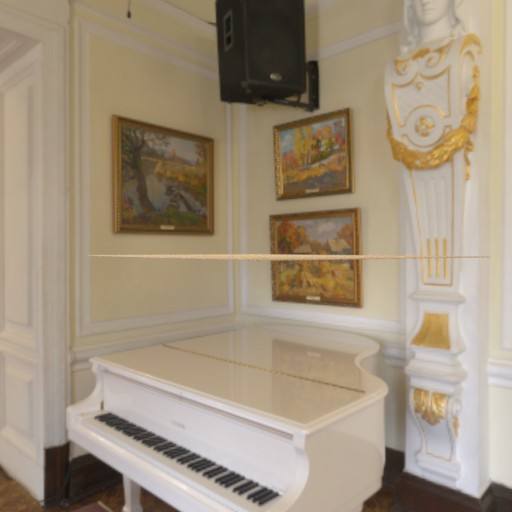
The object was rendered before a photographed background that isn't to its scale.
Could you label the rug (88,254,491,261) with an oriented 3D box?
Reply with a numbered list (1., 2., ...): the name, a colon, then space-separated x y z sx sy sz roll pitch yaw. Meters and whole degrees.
1. rug: 0.000 0.000 3.711 1.981 0.006 2.895 0 1 -35
